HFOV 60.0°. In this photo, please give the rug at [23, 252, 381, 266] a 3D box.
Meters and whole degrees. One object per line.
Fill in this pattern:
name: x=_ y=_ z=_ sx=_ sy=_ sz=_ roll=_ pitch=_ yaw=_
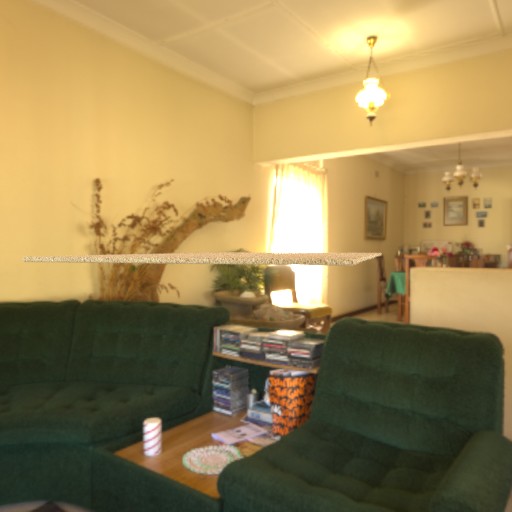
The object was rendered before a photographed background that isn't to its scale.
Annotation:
rug: x=0.000 y=0.000 z=2.928 sx=1.500 sy=0.025 sz=2.346 roll=0 pitch=1 yaw=18
